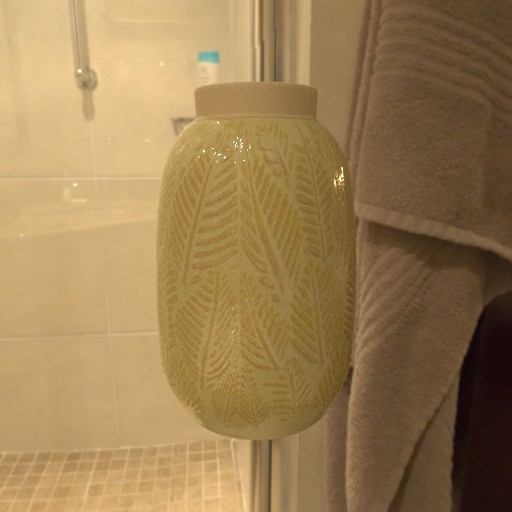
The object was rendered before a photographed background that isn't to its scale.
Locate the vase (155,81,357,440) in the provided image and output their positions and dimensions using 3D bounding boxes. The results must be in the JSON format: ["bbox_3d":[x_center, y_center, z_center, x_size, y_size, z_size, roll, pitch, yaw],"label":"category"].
[{"bbox_3d":[0.000,0.000,0.382,0.172,0.270,0.172,0,14,0],"label":"vase"}]
